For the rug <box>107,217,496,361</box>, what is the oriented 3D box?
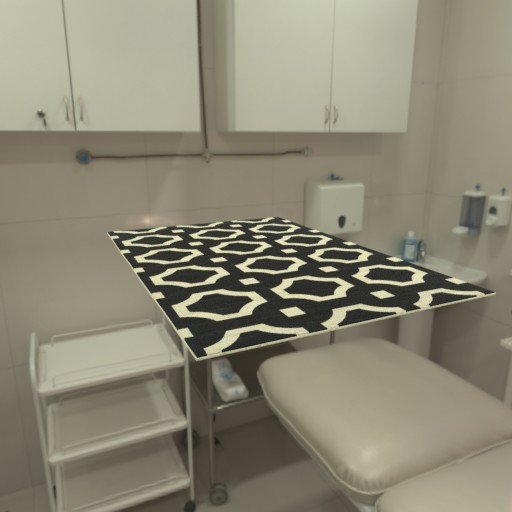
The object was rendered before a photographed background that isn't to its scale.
[{"bbox_3d":[0.000,0.000,2.871,1.555,0.016,2.286,-7,17,-25],"label":"rug"}]
